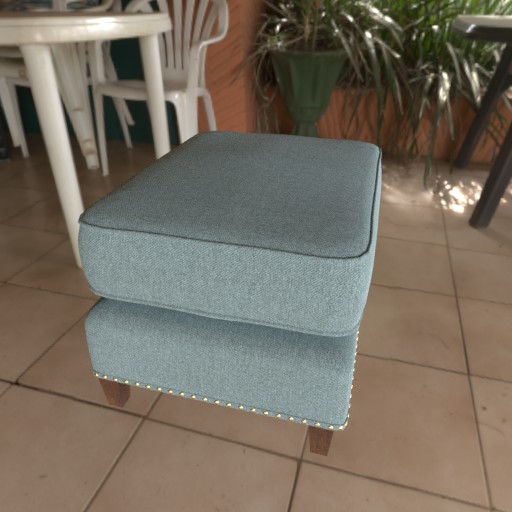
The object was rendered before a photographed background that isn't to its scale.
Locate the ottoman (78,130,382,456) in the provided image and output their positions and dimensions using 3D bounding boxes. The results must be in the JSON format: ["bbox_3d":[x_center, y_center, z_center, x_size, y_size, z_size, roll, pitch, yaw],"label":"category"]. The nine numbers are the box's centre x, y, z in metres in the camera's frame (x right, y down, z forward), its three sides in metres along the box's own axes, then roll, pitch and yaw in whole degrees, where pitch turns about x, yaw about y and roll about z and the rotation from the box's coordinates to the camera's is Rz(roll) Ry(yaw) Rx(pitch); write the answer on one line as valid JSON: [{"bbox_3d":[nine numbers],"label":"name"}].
[{"bbox_3d":[0.000,0.000,1.169,0.589,0.537,0.738,8,31,13],"label":"ottoman"}]
